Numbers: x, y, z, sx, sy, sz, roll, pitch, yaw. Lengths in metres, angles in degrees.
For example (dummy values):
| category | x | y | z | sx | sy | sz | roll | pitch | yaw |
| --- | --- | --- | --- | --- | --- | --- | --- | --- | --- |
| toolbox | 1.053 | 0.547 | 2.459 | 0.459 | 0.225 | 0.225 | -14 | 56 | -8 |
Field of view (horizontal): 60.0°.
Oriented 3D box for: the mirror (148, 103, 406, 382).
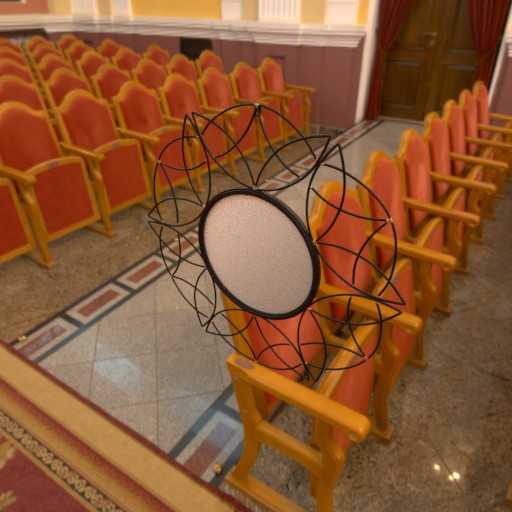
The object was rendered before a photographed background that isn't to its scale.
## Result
| category | x | y | z | sx | sy | sz | roll | pitch | yaw |
| --- | --- | --- | --- | --- | --- | --- | --- | --- | --- |
| mirror | 0.000 | 0.000 | 1.170 | 0.797 | 0.775 | 0.028 | 19 | 36 | 29 |
